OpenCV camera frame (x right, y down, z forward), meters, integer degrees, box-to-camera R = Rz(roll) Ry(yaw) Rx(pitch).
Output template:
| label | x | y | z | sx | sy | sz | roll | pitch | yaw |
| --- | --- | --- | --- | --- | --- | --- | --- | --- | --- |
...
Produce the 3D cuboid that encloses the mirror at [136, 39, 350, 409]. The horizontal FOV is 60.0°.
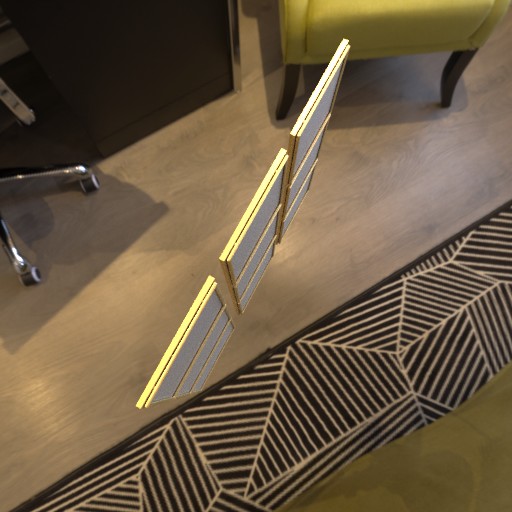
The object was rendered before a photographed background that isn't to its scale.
| label | x | y | z | sx | sy | sz | roll | pitch | yaw |
| --- | --- | --- | --- | --- | --- | --- | --- | --- | --- |
| mirror | 0.000 | 0.000 | 1.466 | 0.023 | 0.926 | 1.011 | 27 | 77 | 7 |
